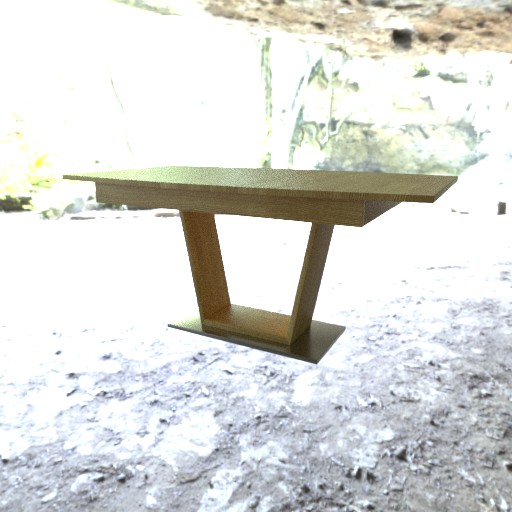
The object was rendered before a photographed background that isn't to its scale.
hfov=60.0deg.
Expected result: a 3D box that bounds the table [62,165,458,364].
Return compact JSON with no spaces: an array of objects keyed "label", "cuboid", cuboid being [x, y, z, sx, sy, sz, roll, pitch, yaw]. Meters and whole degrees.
[{"label":"table","cuboid":[0.000,0.000,2.079,1.598,0.748,0.900,8,17,27]}]
